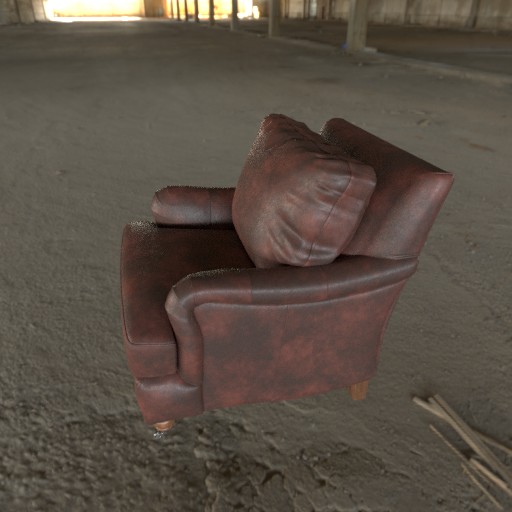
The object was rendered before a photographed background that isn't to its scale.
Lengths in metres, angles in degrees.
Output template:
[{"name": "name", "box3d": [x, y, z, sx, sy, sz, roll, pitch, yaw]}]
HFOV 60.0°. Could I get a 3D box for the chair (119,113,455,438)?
[{"name": "chair", "box3d": [0.000, 0.000, 1.932, 1.156, 1.051, 0.987, -7, 30, -13]}]
